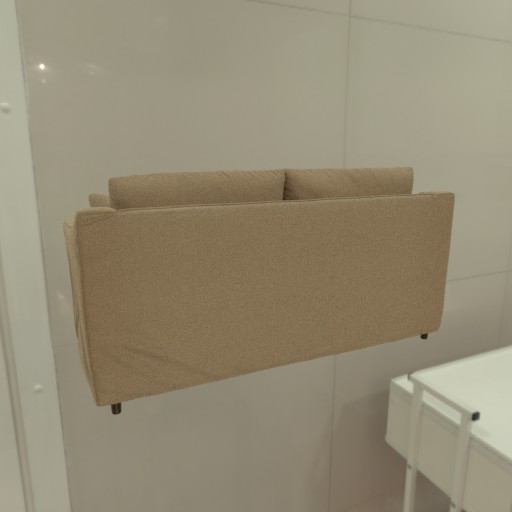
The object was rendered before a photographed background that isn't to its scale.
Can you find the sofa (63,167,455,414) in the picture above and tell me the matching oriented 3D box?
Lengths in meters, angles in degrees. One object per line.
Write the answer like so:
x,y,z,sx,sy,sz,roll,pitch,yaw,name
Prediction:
0.000,0.000,2.584,2.010,1.018,1.072,-6,14,-25,sofa
